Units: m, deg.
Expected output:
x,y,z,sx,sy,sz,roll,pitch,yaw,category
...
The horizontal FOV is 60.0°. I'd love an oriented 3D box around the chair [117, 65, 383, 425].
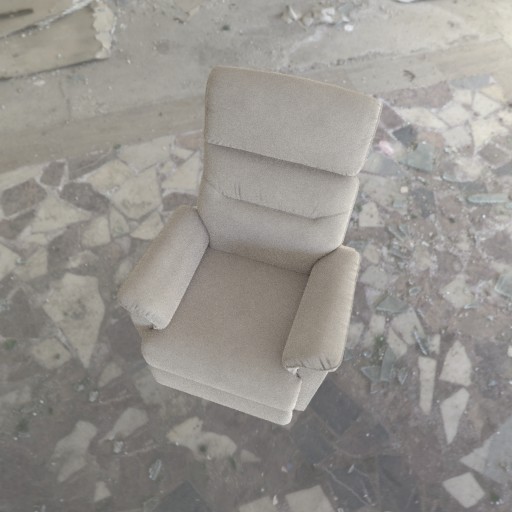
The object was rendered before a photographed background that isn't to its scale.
x,y,z,sx,sy,sz,roll,pitch,yaw,category
0.000,0.000,1.756,0.820,1.039,1.001,16,60,9,chair
